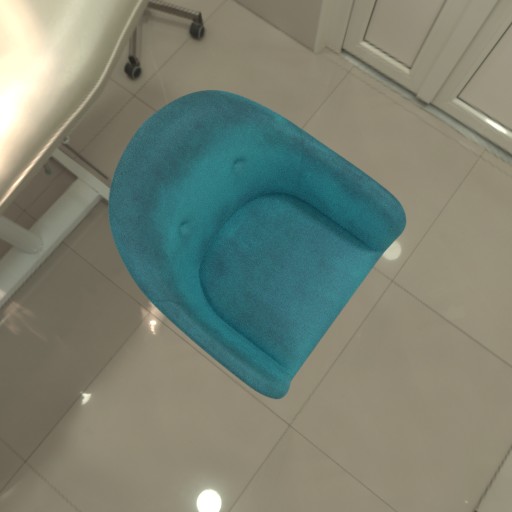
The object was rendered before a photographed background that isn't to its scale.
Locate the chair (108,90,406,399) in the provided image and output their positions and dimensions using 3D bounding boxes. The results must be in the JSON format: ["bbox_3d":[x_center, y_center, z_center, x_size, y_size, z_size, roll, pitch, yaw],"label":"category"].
[{"bbox_3d":[0.000,0.000,1.189,0.570,0.780,0.540,37,79,9],"label":"chair"}]
